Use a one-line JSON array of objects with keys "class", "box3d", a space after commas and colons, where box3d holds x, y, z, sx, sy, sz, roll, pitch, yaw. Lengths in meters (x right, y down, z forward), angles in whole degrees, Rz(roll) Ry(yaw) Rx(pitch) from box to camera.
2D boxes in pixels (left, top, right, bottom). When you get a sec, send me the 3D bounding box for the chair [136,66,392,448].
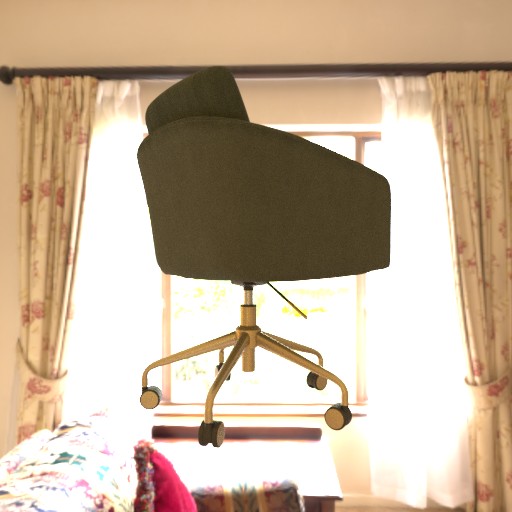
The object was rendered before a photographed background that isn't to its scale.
[{"class": "chair", "box3d": [0.000, 0.000, 1.354, 0.635, 0.908, 0.641, 0, 0, -38]}]
